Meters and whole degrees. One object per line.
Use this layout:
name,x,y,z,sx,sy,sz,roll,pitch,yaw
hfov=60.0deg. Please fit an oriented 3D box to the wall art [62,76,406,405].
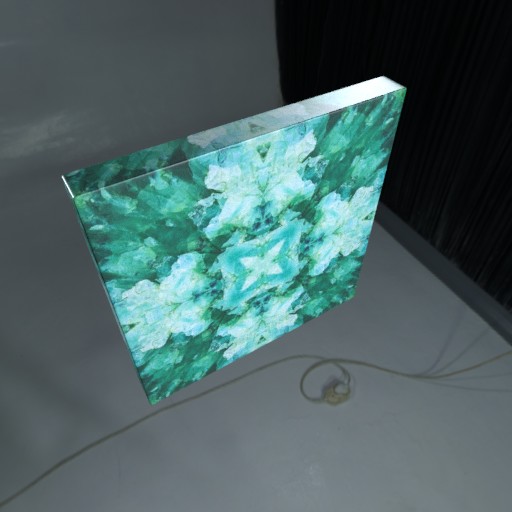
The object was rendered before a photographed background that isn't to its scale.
wall art,0.000,0.000,0.480,0.313,0.313,0.033,-24,51,-21
